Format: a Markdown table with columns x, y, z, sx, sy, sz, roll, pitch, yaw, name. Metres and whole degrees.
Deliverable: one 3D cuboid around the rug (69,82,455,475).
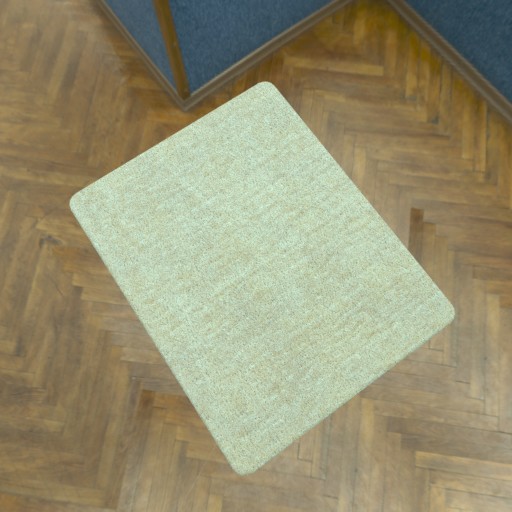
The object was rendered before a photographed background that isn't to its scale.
| x | y | z | sx | sy | sz | roll | pitch | yaw | name |
| --- | --- | --- | --- | --- | --- | --- | --- | --- | --- |
| 0.000 | 0.000 | 3.471 | 2.009 | 0.048 | 2.528 | -34 | 78 | -8 | rug |
